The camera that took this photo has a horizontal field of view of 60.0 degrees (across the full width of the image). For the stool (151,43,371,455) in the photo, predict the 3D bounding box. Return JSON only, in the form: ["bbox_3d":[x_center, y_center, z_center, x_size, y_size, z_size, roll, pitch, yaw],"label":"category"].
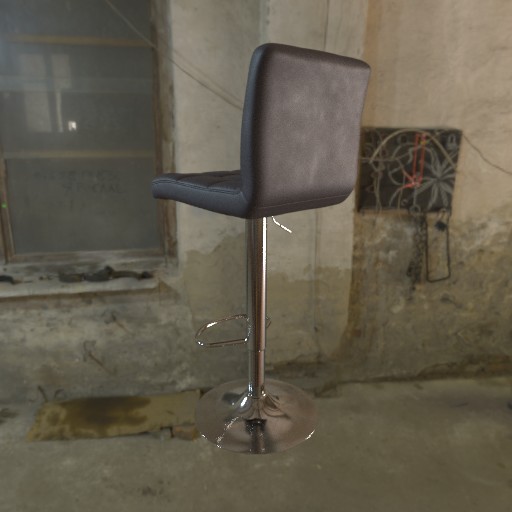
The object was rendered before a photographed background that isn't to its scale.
[{"bbox_3d":[0.000,0.000,1.373,0.430,1.115,0.505,-14,21,-42],"label":"stool"}]
